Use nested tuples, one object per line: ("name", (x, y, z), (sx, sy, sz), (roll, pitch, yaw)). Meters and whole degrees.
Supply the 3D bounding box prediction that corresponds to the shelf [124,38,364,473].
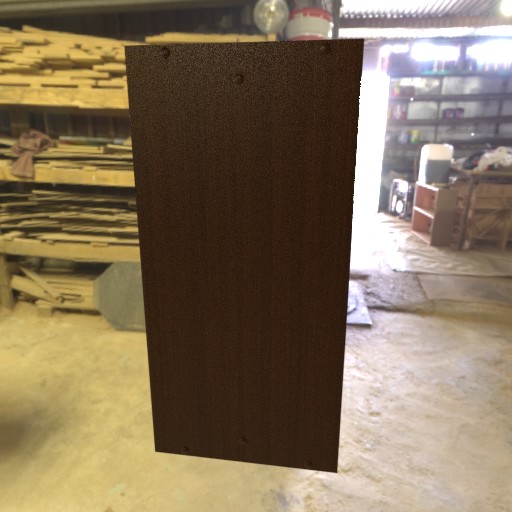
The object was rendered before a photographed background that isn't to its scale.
("shelf", (0.000, 0.000, 0.728), (0.290, 0.600, 0.253), (3, 16, 9))
